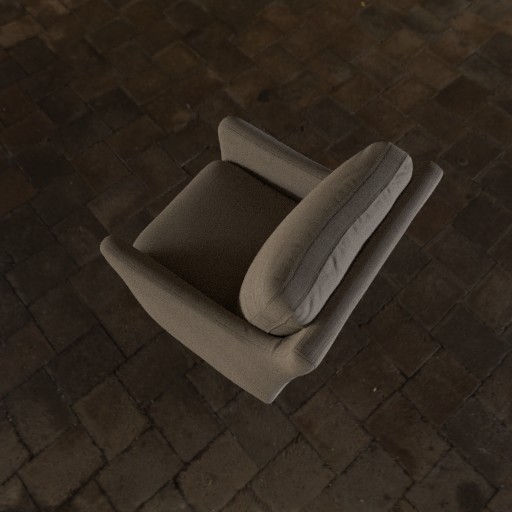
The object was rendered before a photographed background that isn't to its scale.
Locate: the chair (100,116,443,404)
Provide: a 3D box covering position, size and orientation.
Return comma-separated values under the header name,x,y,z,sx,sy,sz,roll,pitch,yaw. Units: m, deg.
name,x,y,z,sx,sy,sz,roll,pitch,yaw
chair,0.000,0.000,1.389,0.694,0.914,0.626,33,68,15
